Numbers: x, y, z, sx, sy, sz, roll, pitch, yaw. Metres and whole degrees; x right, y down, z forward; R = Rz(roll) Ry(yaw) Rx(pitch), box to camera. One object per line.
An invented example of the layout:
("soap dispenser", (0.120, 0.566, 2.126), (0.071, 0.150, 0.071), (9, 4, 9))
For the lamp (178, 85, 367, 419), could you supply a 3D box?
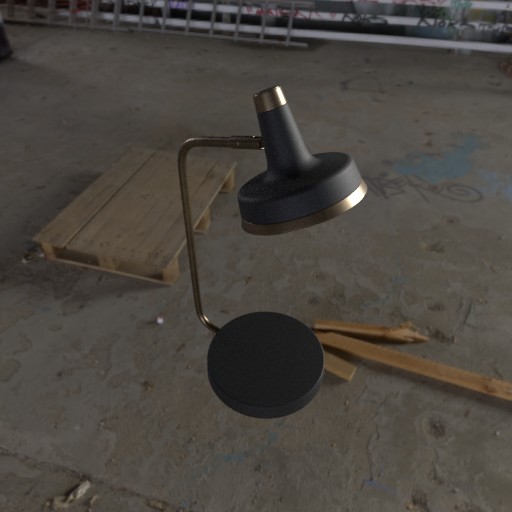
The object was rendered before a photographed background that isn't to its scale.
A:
("lamp", (0.000, 0.000, 0.500), (0.218, 0.385, 0.162), (25, 47, 27))
